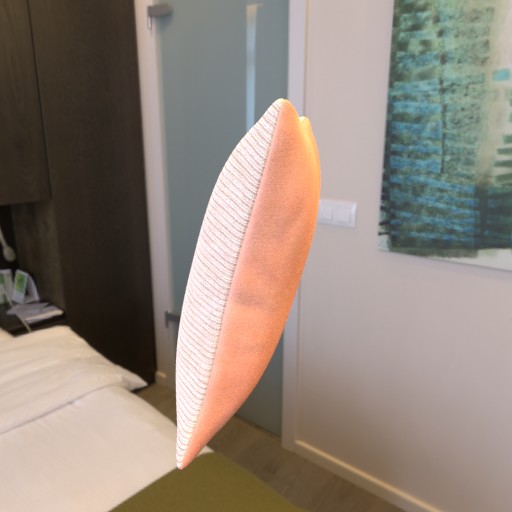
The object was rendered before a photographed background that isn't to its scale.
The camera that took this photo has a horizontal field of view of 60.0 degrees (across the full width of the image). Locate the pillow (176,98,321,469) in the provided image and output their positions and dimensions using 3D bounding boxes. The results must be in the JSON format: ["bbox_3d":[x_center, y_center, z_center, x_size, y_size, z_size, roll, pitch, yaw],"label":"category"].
[{"bbox_3d":[0.000,0.000,0.645,0.177,0.401,0.424,2,15,8],"label":"pillow"}]
